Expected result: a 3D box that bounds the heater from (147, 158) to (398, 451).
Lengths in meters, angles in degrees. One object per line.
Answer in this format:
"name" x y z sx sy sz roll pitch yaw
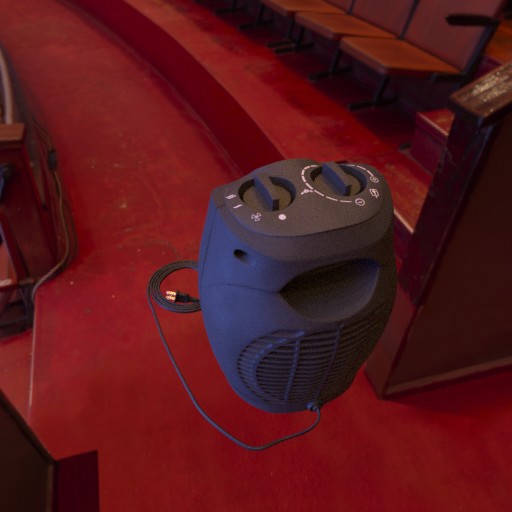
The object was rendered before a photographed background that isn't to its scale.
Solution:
"heater" 0.000 0.000 0.464 0.239 0.240 0.291 -12 44 -13
